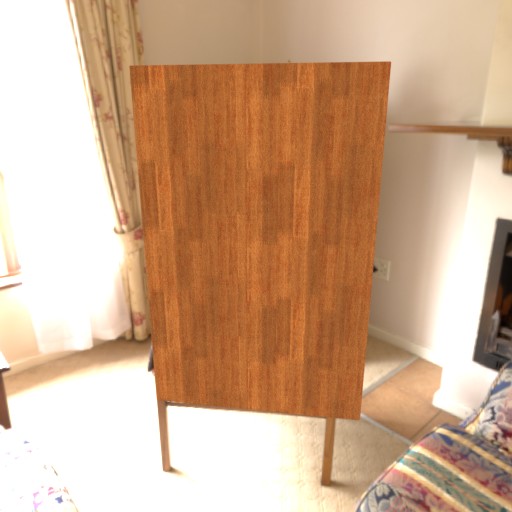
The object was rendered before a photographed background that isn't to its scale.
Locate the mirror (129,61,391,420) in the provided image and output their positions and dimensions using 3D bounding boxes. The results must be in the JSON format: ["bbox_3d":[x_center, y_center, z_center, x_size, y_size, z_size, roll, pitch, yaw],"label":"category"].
[{"bbox_3d":[0.000,0.000,1.268,0.651,1.010,0.047,3,18,8],"label":"mirror"}]
